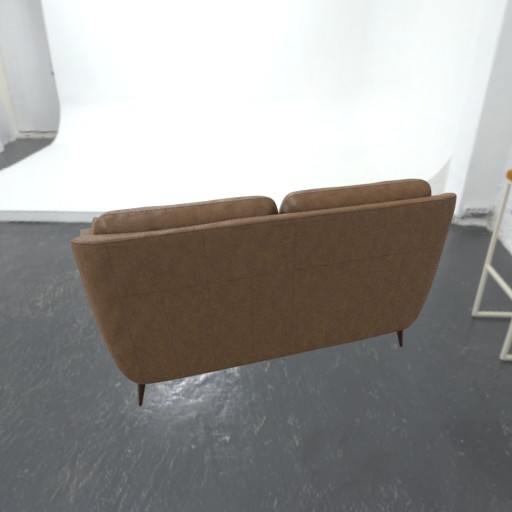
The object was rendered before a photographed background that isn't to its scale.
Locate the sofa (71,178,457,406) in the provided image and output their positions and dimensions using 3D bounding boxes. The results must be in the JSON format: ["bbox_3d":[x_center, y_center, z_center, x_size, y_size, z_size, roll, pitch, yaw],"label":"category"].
[{"bbox_3d":[0.000,0.000,2.316,1.731,0.886,0.981,-8,28,-16],"label":"sofa"}]
